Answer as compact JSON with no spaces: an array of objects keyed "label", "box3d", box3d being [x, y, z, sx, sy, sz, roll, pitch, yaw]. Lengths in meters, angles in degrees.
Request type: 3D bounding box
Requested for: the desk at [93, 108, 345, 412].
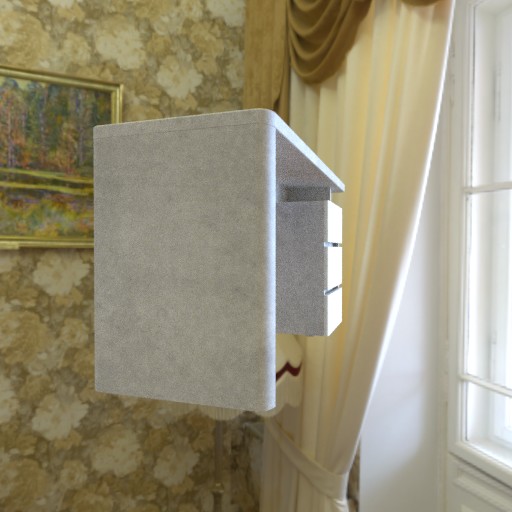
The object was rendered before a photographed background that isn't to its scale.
[{"label":"desk","box3d":[0.000,0.000,1.839,0.550,0.755,1.400,0,1,19]}]
